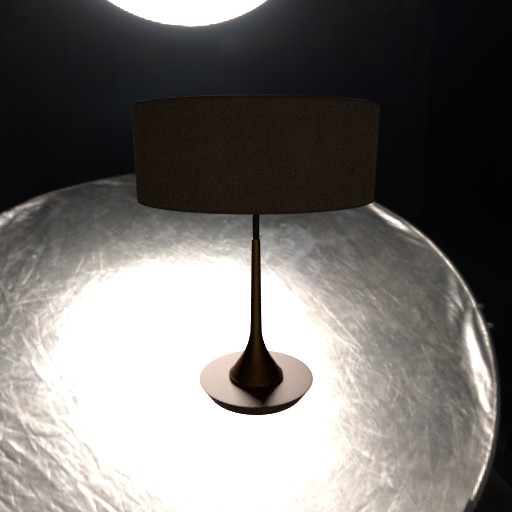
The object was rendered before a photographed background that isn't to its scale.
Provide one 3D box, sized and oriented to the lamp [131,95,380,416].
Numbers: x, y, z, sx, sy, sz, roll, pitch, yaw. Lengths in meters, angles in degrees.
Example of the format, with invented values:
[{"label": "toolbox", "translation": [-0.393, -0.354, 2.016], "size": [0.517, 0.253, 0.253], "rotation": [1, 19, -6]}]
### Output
[{"label": "lamp", "translation": [0.000, 0.000, 0.831], "size": [0.417, 0.551, 0.396], "rotation": [-2, 14, -9]}]
